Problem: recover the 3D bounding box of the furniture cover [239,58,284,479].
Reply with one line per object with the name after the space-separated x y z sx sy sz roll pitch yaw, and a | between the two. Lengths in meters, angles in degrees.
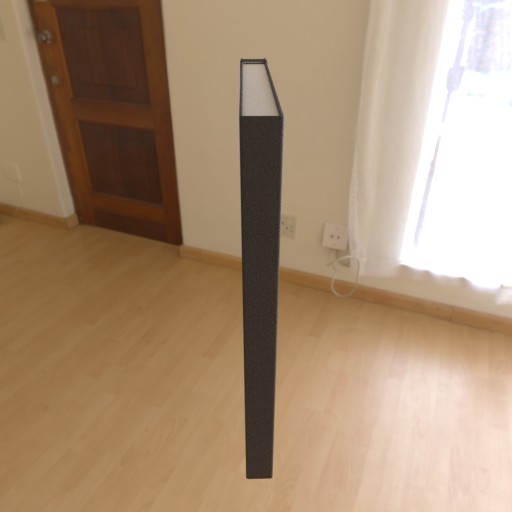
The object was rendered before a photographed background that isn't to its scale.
0.000 0.000 0.369 0.023 0.281 0.216 -1 31 -1 | furniture cover
